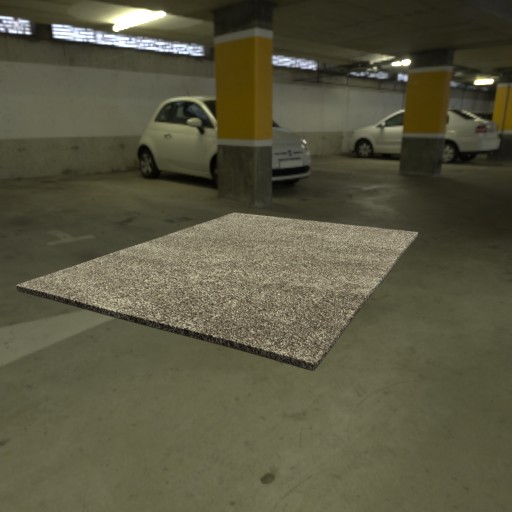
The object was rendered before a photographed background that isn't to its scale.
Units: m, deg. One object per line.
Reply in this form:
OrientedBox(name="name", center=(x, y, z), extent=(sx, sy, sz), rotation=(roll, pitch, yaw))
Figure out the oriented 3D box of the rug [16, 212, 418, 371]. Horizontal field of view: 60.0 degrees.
OrientedBox(name="rug", center=(0.000, 0.000, 2.073), extent=(1.198, 0.025, 1.601), rotation=(9, 19, 27))
